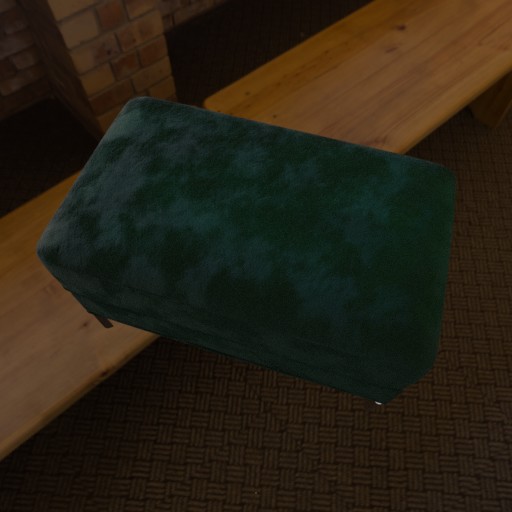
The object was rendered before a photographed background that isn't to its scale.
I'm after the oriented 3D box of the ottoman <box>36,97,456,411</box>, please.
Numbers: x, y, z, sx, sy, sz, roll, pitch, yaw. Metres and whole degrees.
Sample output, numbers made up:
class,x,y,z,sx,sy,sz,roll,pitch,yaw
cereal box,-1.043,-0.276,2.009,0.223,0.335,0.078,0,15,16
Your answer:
class,x,y,z,sx,sy,sz,roll,pitch,yaw
ottoman,0.000,0.000,1.217,0.886,0.533,0.536,15,63,8
